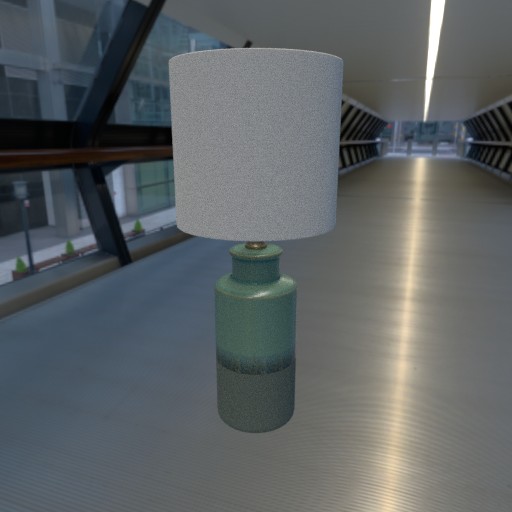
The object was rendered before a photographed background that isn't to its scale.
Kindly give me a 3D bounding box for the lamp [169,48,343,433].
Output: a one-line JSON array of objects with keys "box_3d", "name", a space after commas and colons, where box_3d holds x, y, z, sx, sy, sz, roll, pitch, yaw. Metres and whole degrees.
[{"box_3d": [0.000, 0.000, 0.613, 0.212, 0.493, 0.212, -7, 17, -25], "name": "lamp"}]
